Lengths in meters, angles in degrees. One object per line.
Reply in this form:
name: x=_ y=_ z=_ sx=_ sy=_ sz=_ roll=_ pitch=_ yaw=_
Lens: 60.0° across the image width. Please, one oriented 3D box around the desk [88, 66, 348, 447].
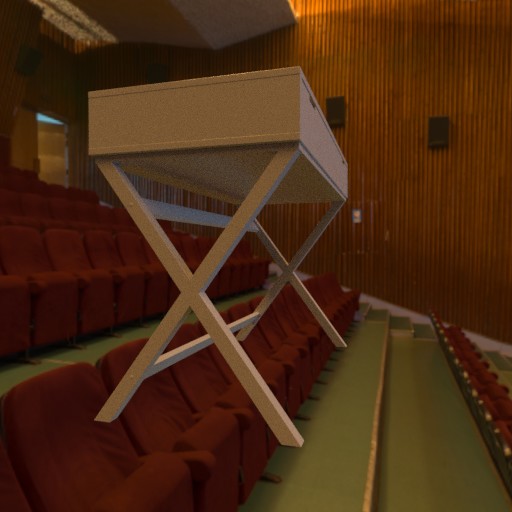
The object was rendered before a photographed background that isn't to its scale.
desk: x=0.000 y=0.000 z=1.478 sx=0.509 sy=0.780 sz=1.059 roll=0 pitch=1 yaw=17
